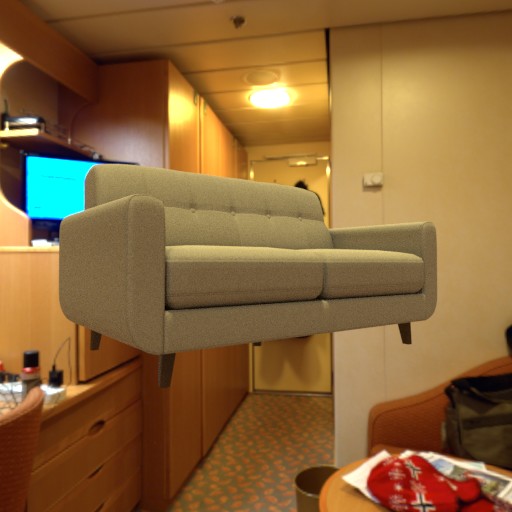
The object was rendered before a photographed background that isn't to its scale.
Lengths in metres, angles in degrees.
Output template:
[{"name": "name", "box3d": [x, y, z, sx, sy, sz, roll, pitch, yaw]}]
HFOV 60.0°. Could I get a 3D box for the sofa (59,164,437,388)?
[{"name": "sofa", "box3d": [0.000, 0.000, 2.206, 1.655, 0.892, 0.980, 1, -1, -36]}]
